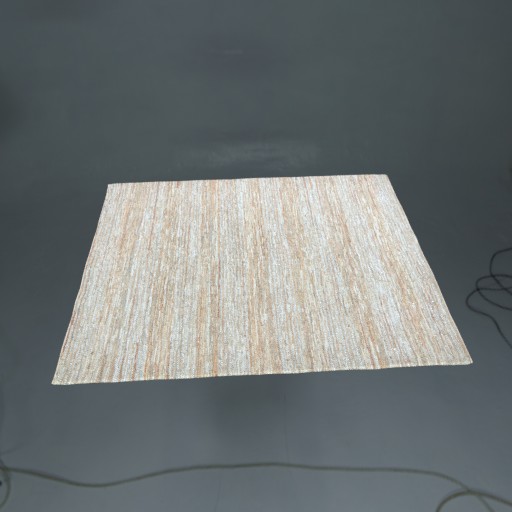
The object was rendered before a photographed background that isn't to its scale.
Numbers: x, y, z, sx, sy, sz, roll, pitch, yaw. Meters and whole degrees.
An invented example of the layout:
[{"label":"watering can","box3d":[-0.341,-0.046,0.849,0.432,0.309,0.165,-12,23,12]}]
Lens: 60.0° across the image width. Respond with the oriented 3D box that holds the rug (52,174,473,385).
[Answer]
[{"label":"rug","box3d":[0.000,0.000,3.864,2.939,0.009,2.313,-2,45,-2]}]
